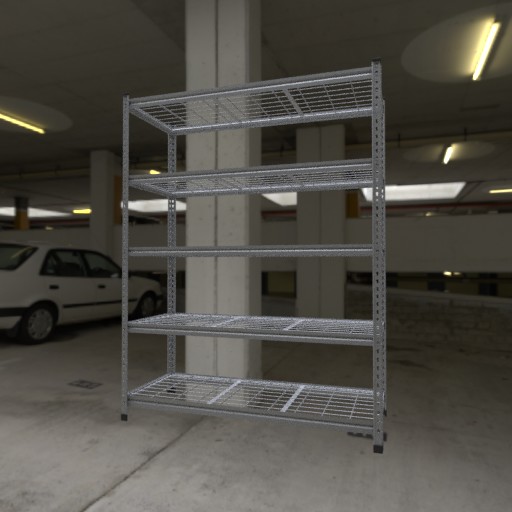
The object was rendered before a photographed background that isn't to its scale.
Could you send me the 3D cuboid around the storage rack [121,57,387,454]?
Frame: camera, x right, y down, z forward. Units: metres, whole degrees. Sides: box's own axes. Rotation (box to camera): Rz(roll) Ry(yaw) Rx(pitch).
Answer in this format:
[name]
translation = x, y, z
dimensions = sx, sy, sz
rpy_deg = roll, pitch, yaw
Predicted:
[storage rack]
translation = 0.000, 0.000, 2.739
dimensions = 1.524, 1.981, 0.610
rpy_deg = 0, -1, 18
